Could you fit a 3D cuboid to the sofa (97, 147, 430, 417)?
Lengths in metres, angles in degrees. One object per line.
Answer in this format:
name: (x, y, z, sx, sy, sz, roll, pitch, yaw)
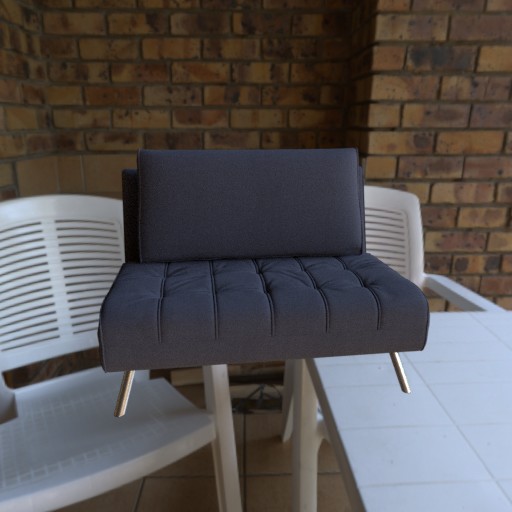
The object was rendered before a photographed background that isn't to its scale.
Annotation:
sofa: (0.000, 0.000, 1.962, 1.220, 0.910, 0.910, -2, 17, -7)
